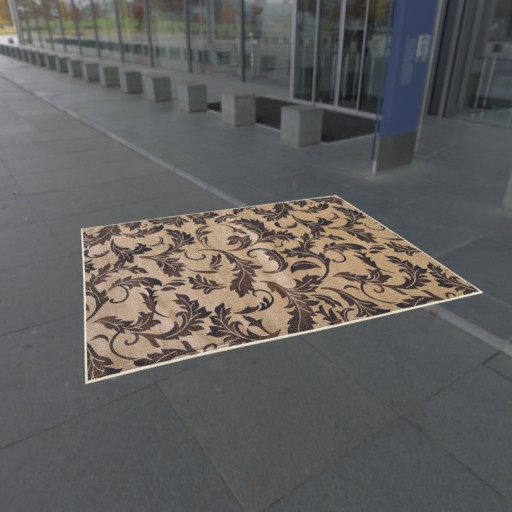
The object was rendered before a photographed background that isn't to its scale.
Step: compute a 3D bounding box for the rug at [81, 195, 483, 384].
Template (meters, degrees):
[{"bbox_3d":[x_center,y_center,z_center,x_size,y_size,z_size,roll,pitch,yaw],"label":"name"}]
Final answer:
[{"bbox_3d":[0.000,0.000,4.029,2.977,0.008,2.380,-9,29,-18],"label":"rug"}]
